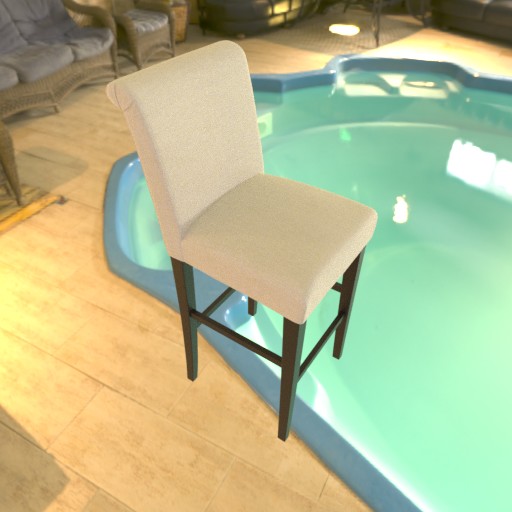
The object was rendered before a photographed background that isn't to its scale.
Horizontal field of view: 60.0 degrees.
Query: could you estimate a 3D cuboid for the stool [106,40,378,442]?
[{"bbox_3d":[0.000,0.000,1.426,0.597,1.124,0.452,24,46,26],"label":"stool"}]
